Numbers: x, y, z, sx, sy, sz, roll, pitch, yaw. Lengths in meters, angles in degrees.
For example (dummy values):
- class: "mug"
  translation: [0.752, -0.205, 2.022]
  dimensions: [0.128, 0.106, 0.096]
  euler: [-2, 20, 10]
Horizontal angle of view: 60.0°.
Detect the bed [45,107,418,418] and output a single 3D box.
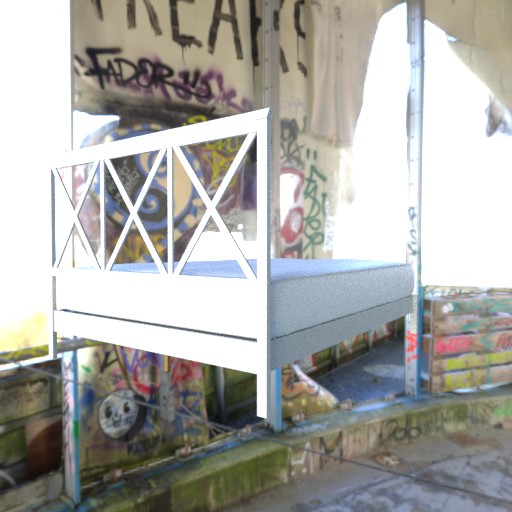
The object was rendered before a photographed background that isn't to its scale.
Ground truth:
- class: "bed"
  translation: [0.000, 0.000, 3.130]
  dimensions: [1.673, 1.253, 2.135]
  euler: [1, 2, 36]
